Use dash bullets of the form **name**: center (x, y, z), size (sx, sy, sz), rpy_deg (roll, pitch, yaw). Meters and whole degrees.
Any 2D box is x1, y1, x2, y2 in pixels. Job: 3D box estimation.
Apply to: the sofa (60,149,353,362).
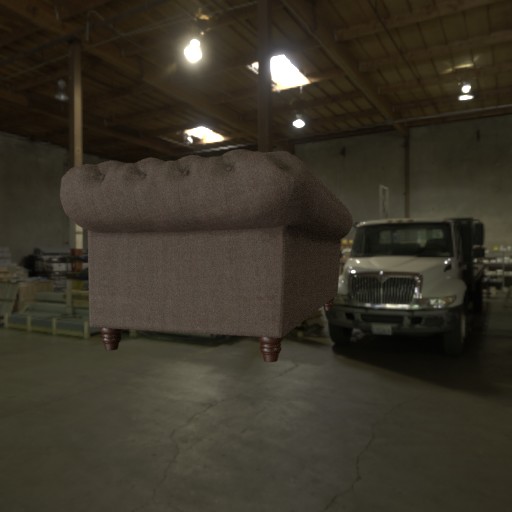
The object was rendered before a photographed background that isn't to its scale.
- **sofa**: center (0.000, 0.000, 2.495), size (0.944, 0.780, 2.048), rpy_deg (0, 0, 17)
